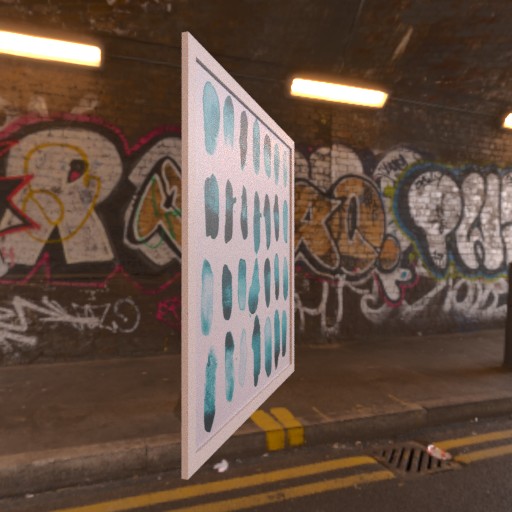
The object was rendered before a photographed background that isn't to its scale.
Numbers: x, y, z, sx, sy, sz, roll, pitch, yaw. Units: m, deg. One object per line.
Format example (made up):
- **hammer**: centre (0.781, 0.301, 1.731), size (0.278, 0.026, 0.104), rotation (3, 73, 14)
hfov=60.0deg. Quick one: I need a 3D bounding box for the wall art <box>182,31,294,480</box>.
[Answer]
- **wall art**: centre (0.000, 0.000, 1.190), size (0.013, 0.813, 0.812), rotation (0, 0, 19)
